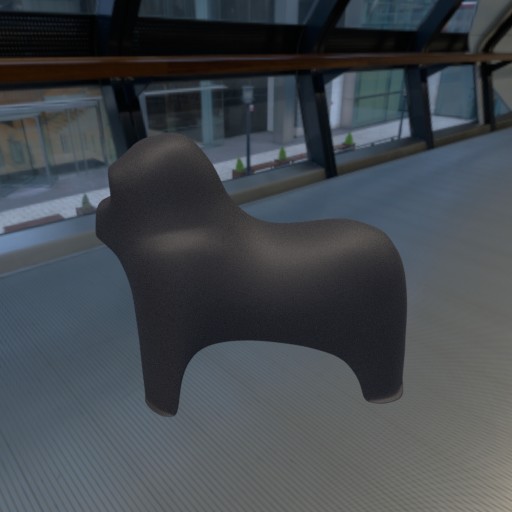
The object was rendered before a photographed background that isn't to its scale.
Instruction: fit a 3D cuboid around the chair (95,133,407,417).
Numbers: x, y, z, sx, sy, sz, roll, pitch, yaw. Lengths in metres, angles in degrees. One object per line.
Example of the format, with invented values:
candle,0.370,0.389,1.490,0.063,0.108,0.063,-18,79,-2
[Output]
chair,0.000,0.000,1.113,0.758,0.600,0.490,1,26,1
